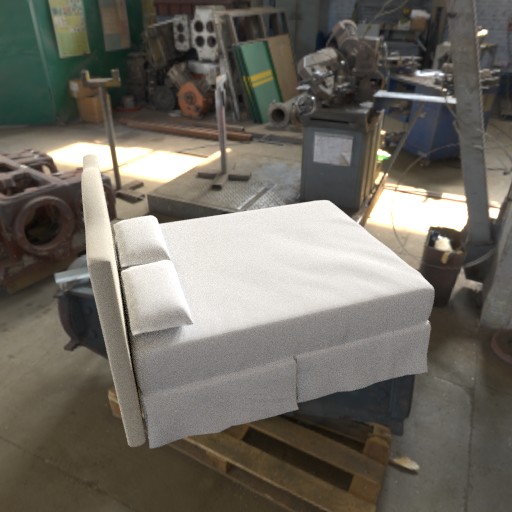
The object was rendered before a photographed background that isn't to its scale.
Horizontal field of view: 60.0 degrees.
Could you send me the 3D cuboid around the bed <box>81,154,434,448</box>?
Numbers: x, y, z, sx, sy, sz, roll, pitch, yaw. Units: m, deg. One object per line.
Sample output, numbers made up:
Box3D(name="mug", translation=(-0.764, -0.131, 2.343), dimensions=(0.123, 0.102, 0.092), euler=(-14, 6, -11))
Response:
Box3D(name="bed", translation=(0.000, 0.000, 3.304), dimensions=(2.196, 1.449, 1.741), euler=(-10, 32, -16))
